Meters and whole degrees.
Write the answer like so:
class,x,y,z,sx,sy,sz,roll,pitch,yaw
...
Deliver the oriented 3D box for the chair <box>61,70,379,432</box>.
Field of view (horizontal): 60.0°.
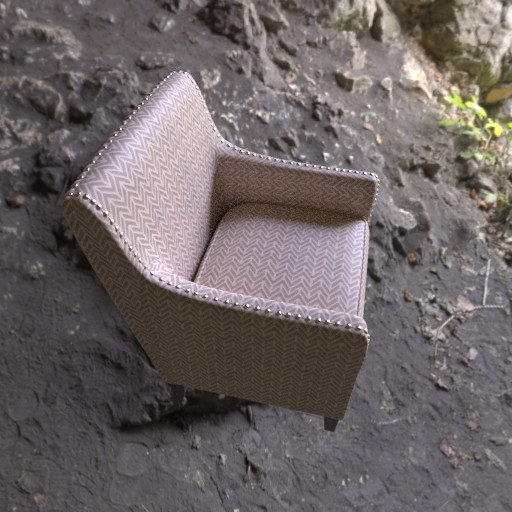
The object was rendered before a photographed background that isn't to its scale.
class,x,y,z,sx,sy,sz,roll,pitch,yaw
chair,0.000,0.000,1.286,0.651,0.816,0.623,9,47,9
